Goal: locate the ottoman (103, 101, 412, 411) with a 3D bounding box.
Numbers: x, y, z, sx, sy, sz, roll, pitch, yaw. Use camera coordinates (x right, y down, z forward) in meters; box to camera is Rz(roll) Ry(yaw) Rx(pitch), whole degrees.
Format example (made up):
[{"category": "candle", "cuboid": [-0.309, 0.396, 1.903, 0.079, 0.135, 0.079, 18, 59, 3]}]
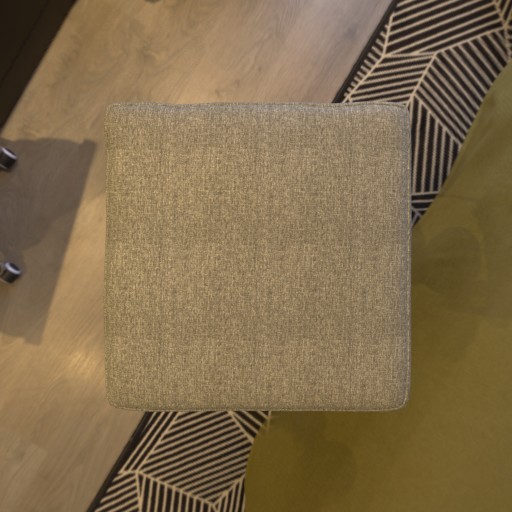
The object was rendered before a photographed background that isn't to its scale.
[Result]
[{"category": "ottoman", "cuboid": [0.000, 0.000, 1.363, 0.838, 0.481, 0.838, 0, 91, 0]}]
